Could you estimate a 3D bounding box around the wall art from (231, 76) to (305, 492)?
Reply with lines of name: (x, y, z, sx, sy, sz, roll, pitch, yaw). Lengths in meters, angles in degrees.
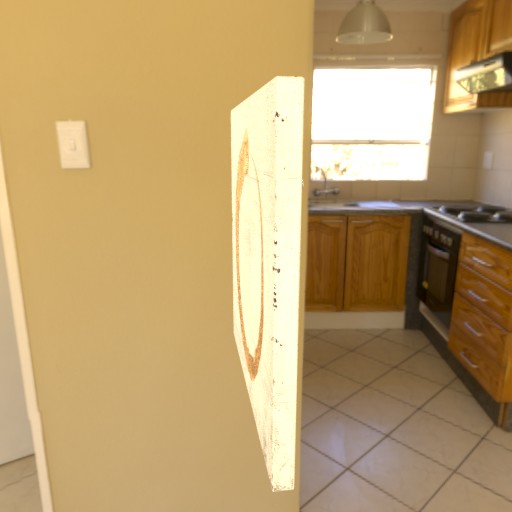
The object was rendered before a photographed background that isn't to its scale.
wall art: (0.000, 0.000, 0.912, 0.040, 0.611, 0.610, -2, 14, -8)
